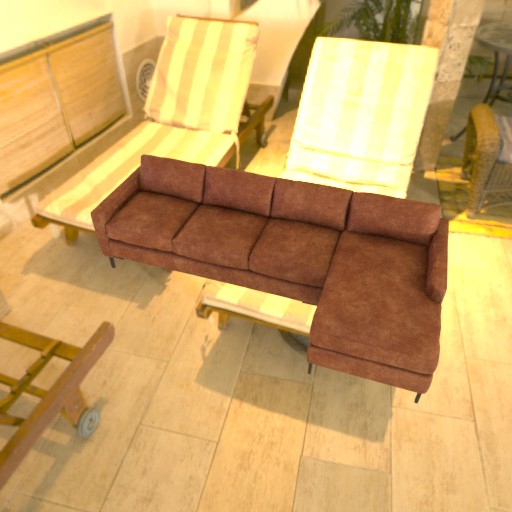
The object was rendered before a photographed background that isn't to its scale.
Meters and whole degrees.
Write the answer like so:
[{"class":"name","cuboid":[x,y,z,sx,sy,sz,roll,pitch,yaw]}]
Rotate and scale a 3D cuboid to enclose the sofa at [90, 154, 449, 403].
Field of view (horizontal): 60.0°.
[{"class":"sofa","cuboid":[0.000,0.000,3.748,2.993,0.859,1.471,12,42,14]}]
